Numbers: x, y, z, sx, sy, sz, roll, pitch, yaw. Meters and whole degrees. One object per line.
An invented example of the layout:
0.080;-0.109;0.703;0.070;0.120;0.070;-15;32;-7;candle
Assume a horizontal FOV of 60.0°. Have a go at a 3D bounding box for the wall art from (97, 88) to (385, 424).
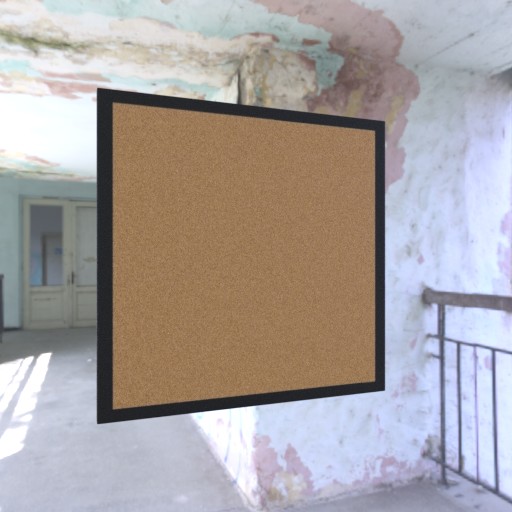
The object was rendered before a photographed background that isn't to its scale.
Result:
0.000;0.000;0.980;0.663;0.659;0.016;0;0;-19;wall art
